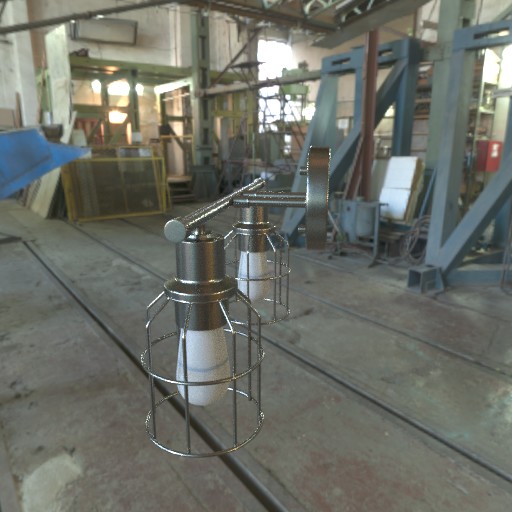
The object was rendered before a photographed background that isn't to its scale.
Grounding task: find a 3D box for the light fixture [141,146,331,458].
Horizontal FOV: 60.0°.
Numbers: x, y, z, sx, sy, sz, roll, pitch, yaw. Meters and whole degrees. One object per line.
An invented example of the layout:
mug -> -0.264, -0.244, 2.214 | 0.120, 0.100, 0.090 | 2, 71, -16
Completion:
light fixture -> 0.000, 0.000, 0.528 | 0.165, 0.254, 0.406 | 2, 14, 9
